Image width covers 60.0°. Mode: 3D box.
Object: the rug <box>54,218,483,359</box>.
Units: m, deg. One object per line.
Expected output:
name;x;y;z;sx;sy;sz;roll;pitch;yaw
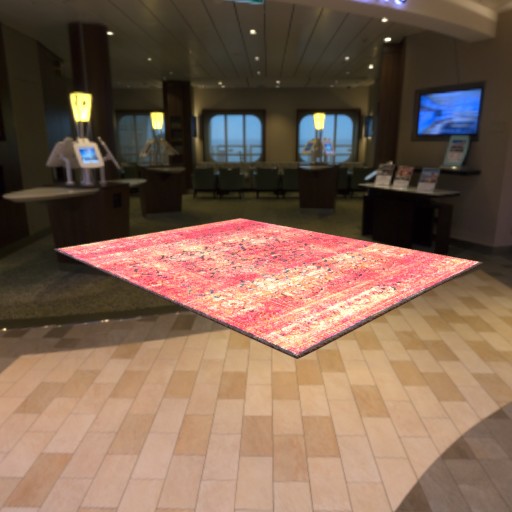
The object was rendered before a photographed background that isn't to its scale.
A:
rug;0.000;0.000;3.976;2.411;0.020;3.032;-14;20;-43
